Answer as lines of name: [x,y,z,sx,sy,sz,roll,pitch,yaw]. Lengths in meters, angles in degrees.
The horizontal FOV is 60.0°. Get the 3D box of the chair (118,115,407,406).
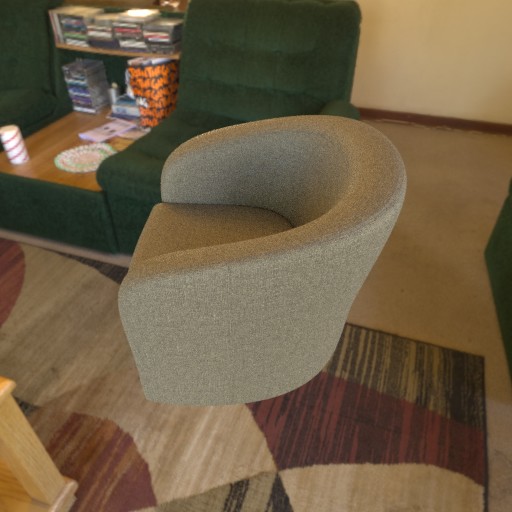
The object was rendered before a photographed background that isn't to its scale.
chair: [0.000,0.000,1.475,0.815,0.771,0.791,1,40,1]
